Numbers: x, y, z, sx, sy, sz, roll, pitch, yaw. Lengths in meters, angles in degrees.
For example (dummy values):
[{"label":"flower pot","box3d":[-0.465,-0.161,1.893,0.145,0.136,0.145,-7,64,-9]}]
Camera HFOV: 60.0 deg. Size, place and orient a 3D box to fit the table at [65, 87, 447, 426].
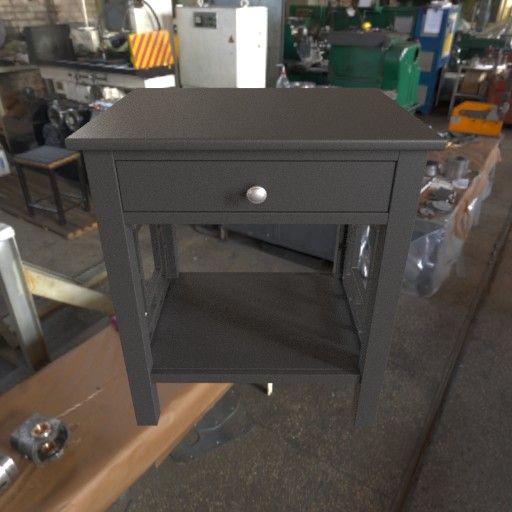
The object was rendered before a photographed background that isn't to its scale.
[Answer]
[{"label":"table","box3d":[0.000,0.000,0.999,0.564,0.646,0.451,0,30,0]}]
